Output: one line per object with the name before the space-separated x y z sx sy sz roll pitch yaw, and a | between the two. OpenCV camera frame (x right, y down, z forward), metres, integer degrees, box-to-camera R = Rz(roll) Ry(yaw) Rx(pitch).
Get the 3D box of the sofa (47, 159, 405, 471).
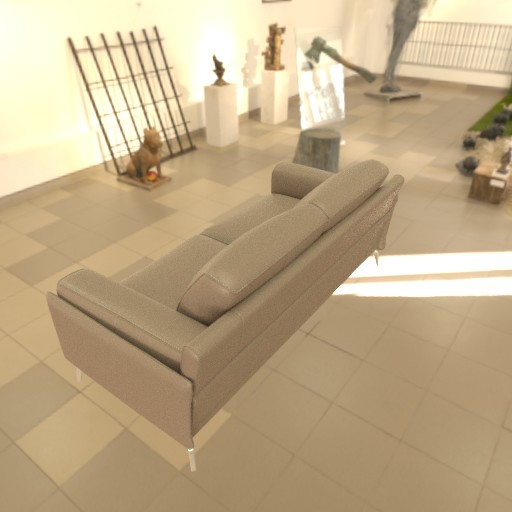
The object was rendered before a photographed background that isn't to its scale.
sofa | 0.000 0.000 2.598 1.049 0.930 2.101 21 38 30
